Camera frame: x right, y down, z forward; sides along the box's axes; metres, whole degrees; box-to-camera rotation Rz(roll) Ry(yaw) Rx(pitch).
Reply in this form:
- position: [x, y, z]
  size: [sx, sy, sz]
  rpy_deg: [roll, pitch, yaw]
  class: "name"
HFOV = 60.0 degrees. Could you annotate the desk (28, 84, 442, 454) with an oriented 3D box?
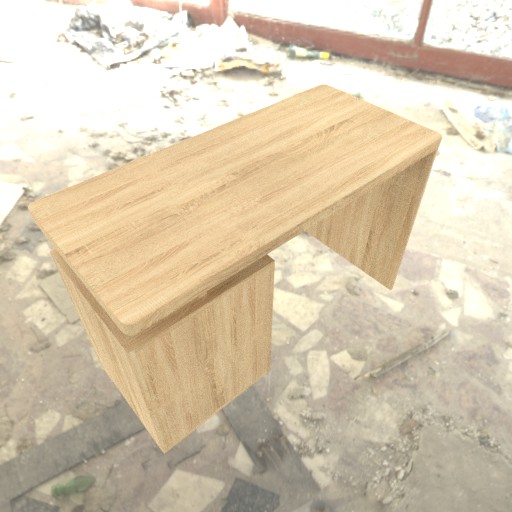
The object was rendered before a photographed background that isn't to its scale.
- position: [0.000, 0.000, 1.612]
  size: [1.200, 0.760, 0.550]
  rpy_deg: [-31, 53, -28]
  class: "desk"
